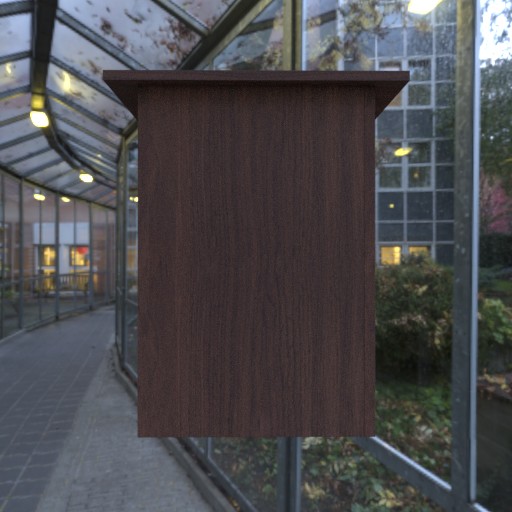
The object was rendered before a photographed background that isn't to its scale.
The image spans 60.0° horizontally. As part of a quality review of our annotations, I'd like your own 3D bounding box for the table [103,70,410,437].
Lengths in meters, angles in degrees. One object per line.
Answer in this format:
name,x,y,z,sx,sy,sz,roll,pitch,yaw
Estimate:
table,0.000,0.000,1.052,0.589,0.711,0.406,0,0,0
